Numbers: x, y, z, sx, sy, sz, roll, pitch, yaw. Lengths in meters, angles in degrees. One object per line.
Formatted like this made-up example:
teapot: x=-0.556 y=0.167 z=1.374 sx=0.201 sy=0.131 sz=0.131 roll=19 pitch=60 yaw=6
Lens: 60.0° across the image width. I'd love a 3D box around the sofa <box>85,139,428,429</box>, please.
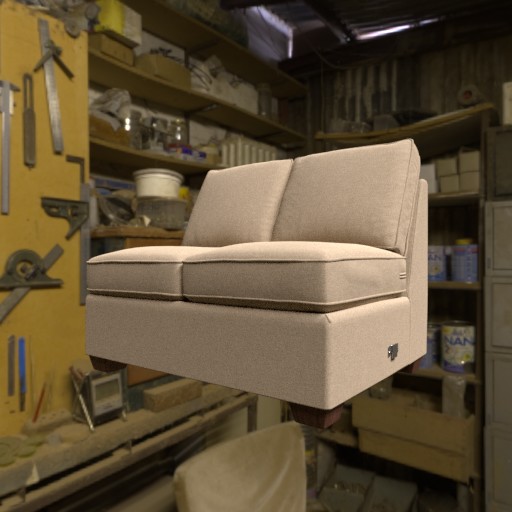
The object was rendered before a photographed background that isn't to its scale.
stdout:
sofa: x=0.000 y=0.000 z=1.971 sx=1.237 sy=1.008 sz=0.951 roll=0 pitch=0 yaw=37
